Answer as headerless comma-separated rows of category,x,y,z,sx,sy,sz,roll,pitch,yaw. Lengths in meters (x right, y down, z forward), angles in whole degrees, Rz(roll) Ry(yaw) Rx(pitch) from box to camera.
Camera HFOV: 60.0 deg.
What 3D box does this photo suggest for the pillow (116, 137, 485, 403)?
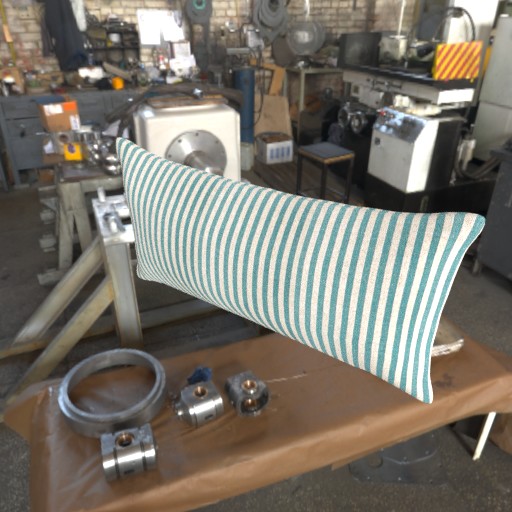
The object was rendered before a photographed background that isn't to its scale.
pillow,0.000,0.000,0.713,0.617,0.295,0.151,19,34,30
